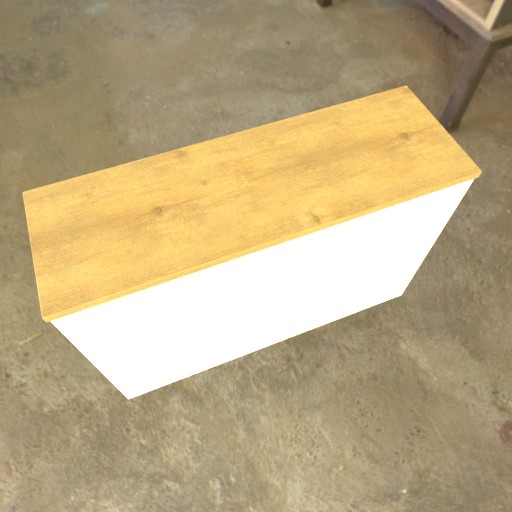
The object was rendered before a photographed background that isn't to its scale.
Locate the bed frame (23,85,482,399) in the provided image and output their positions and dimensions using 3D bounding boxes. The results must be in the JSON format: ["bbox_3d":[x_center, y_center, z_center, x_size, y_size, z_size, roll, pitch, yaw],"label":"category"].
[{"bbox_3d":[0.000,0.000,1.679,1.300,0.850,0.430,-19,60,-11],"label":"bed frame"}]
